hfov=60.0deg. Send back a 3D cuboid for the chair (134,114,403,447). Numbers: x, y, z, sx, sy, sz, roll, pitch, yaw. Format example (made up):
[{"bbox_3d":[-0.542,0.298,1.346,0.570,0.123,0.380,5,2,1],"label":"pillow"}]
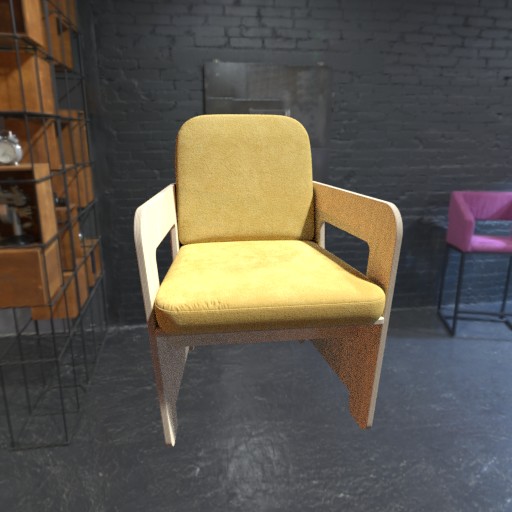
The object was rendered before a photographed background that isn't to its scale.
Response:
[{"bbox_3d":[0.000,0.000,1.273,0.590,0.800,0.710,-2,15,-7],"label":"chair"}]
